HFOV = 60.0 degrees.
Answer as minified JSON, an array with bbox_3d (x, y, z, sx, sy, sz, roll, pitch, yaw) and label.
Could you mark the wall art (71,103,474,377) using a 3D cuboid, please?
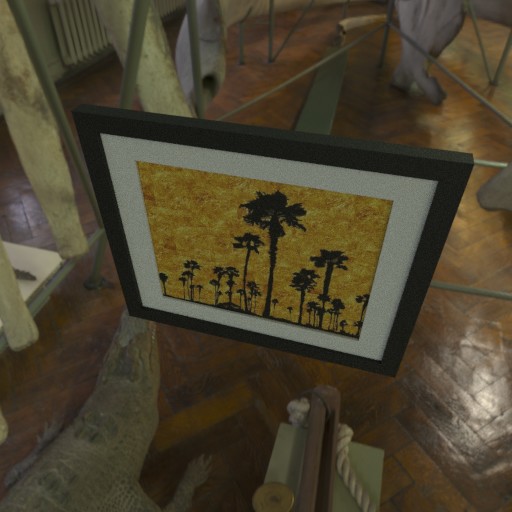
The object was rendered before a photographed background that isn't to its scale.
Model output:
[{"bbox_3d":[0.000,0.000,0.759,0.561,0.460,0.028,11,43,12],"label":"wall art"}]
